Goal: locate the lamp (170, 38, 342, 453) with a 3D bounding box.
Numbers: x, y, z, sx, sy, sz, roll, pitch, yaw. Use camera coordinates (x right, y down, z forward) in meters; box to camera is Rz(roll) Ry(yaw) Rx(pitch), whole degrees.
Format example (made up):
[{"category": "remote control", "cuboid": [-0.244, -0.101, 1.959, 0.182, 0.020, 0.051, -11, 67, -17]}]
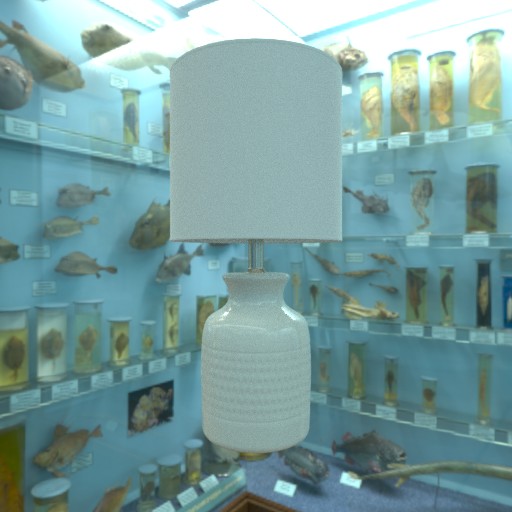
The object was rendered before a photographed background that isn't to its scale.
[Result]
[{"category": "lamp", "cuboid": [0.000, 0.000, 0.492, 0.188, 0.392, 0.188, 0, 0, 37]}]
